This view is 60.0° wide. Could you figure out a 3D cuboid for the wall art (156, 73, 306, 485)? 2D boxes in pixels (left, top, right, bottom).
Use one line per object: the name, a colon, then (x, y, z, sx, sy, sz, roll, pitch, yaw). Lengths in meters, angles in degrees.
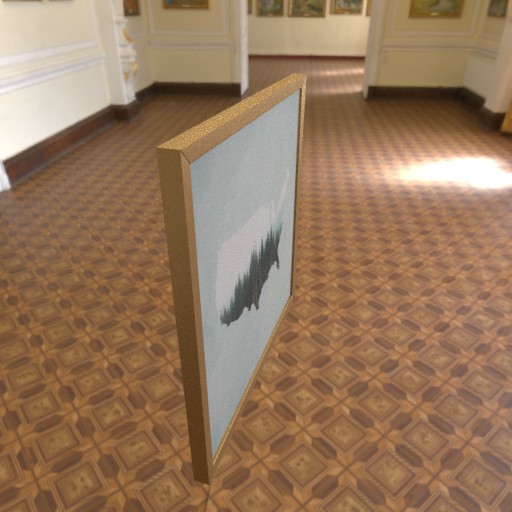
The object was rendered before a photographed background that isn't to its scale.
wall art: (0.000, 0.000, 1.119, 0.038, 0.762, 0.762, 10, 31, 16)
